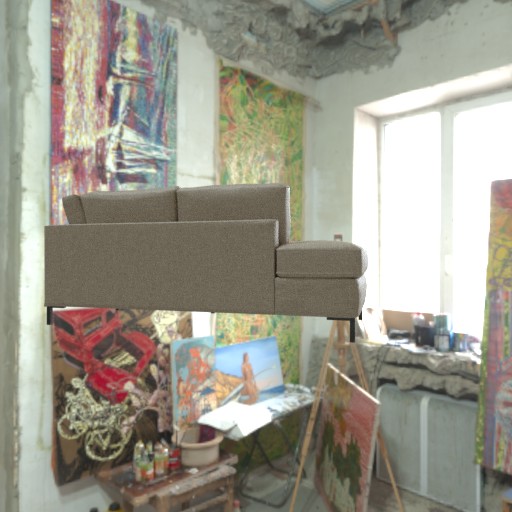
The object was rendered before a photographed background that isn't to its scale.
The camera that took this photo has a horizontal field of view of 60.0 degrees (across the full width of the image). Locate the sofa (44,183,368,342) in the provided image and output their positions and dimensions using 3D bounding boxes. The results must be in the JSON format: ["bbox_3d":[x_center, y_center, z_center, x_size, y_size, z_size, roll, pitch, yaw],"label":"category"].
[{"bbox_3d":[0.000,0.000,3.182,1.617,0.703,2.423,0,0,16],"label":"sofa"}]
